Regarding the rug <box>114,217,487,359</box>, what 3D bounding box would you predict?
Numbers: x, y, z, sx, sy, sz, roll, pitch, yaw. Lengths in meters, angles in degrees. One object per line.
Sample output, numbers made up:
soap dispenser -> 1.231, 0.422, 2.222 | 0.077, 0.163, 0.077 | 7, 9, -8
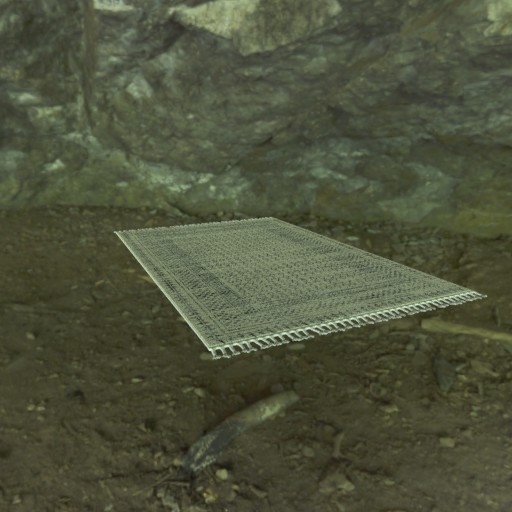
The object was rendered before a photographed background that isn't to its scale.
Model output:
rug -> 0.000, 0.000, 3.084 | 1.548, 0.013, 2.486 | -8, 18, -25
